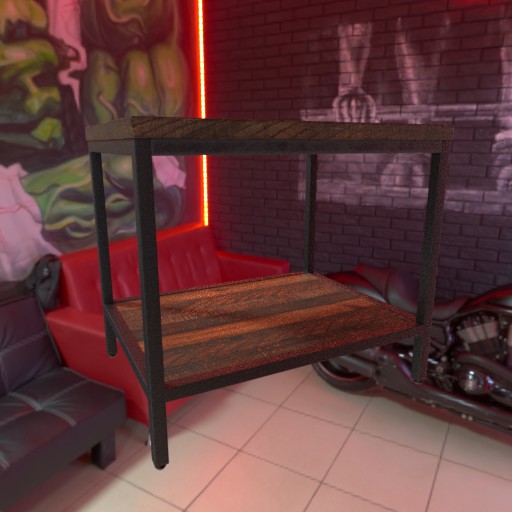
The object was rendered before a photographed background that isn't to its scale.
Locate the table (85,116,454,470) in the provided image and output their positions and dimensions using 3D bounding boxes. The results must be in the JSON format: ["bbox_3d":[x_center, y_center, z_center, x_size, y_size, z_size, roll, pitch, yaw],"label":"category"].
[{"bbox_3d":[0.000,0.000,1.090,0.678,0.612,0.524,-7,16,-26],"label":"table"}]
